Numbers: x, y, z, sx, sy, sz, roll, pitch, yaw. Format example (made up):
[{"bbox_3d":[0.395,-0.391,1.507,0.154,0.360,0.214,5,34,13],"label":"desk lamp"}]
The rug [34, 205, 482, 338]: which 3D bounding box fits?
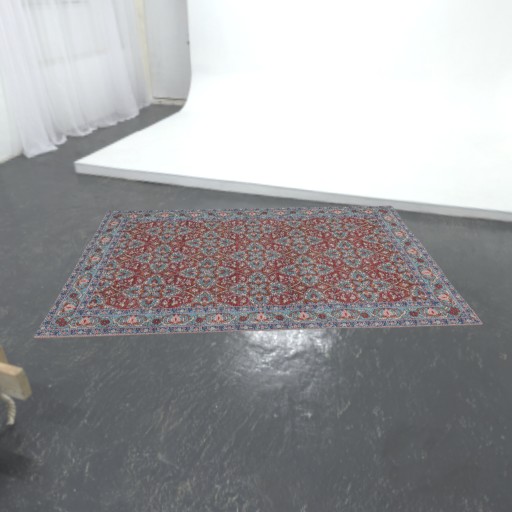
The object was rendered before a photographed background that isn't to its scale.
[{"bbox_3d":[0.000,0.000,2.325,1.829,0.009,1.219,-1,30,-2],"label":"rug"}]
